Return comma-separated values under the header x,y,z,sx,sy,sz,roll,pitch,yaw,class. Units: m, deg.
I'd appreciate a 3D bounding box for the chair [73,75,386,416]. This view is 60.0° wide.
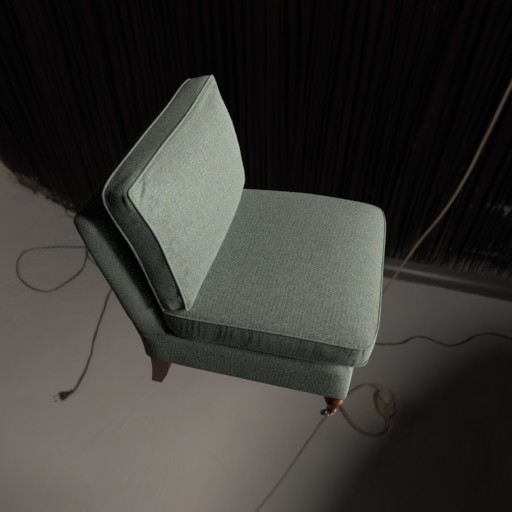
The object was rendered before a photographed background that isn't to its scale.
x,y,z,sx,sy,sz,roll,pitch,yaw,class
0.000,0.000,1.440,0.796,0.901,0.624,10,47,10,chair
